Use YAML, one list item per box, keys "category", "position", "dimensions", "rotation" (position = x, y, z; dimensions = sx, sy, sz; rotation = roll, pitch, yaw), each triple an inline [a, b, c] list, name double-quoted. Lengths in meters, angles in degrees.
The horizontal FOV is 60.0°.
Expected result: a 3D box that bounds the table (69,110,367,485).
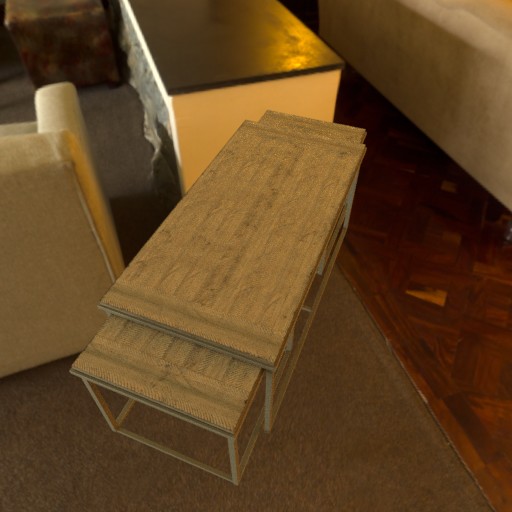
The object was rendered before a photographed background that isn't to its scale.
- category: "table"
  position: [0.000, 0.000, 1.535]
  dimensions: [0.489, 0.427, 1.312]
  rotation: [16, 49, 15]
